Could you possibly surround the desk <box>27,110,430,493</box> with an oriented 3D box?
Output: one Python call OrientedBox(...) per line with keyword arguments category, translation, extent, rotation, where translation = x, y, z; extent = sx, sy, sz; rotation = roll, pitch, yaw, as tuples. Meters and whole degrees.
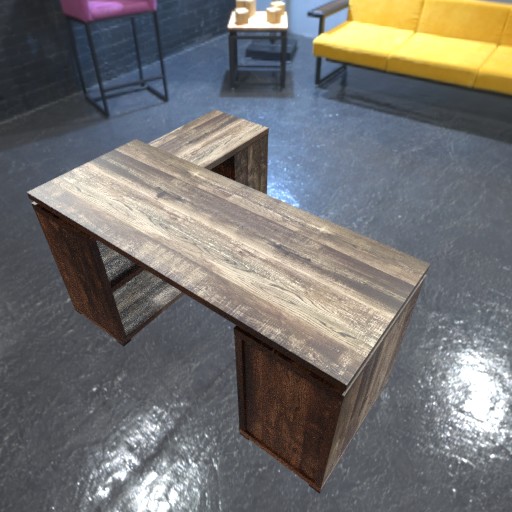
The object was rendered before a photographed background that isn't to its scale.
OrientedBox(category="desk", translation=(0.000, 0.000, 2.137), extent=(1.524, 0.753, 1.200), rotation=(27, 48, 27))
